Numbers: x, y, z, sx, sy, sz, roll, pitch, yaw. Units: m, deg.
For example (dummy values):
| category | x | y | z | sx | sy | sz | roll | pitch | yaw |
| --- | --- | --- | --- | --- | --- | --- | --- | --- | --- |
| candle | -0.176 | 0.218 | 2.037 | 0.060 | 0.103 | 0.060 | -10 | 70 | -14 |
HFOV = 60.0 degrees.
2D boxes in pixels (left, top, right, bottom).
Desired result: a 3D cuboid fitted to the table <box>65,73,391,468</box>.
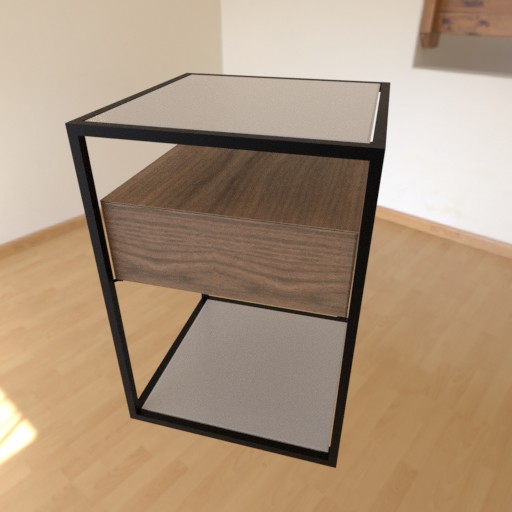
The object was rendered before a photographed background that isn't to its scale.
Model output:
| category | x | y | z | sx | sy | sz | roll | pitch | yaw |
| --- | --- | --- | --- | --- | --- | --- | --- | --- | --- |
| table | 0.000 | 0.000 | 0.791 | 0.378 | 0.540 | 0.378 | 8 | 32 | 13 |
